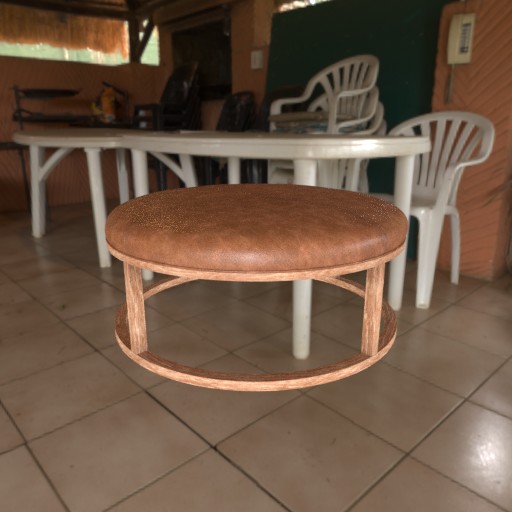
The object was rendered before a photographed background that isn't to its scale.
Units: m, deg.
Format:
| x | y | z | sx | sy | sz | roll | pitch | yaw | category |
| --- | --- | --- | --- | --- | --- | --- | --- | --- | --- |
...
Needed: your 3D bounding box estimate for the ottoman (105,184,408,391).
| x | y | z | sx | sy | sz | roll | pitch | yaw | category |
| --- | --- | --- | --- | --- | --- | --- | --- | --- | --- |
| 0.000 | 0.000 | 1.578 | 1.006 | 0.445 | 1.006 | 0 | 17 | 0 | ottoman |
